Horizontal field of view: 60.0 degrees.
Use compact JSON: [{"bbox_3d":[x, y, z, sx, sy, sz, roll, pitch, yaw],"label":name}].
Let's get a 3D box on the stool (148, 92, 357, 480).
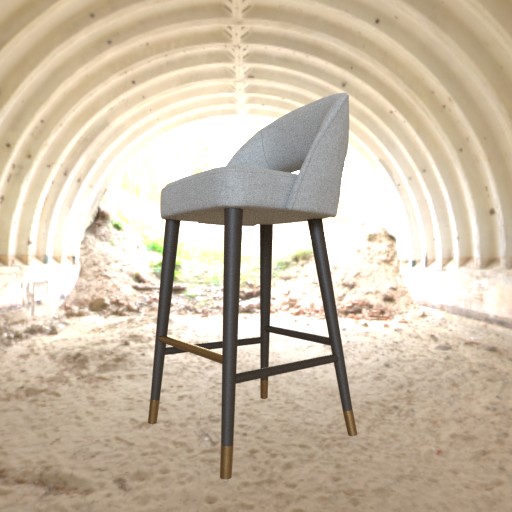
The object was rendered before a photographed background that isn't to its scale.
[{"bbox_3d":[0.000,0.000,1.345,0.509,1.037,0.494,0,-1,-36],"label":"stool"}]
